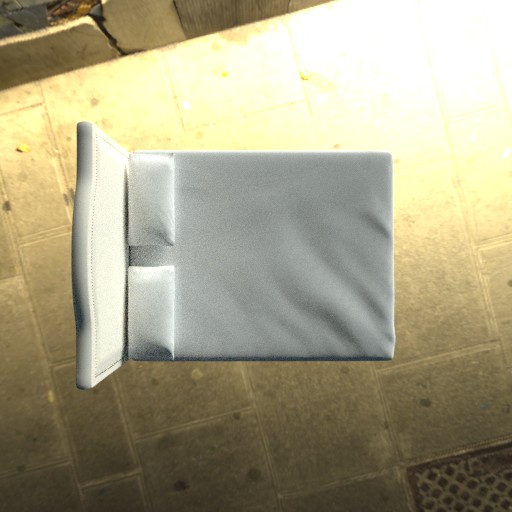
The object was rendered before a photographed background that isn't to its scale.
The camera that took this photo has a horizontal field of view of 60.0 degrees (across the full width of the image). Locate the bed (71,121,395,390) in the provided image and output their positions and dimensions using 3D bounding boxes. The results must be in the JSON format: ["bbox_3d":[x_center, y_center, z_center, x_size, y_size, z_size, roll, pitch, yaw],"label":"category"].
[{"bbox_3d":[0.000,0.000,3.433,2.282,1.436,1.821,0,90,0],"label":"bed"}]
